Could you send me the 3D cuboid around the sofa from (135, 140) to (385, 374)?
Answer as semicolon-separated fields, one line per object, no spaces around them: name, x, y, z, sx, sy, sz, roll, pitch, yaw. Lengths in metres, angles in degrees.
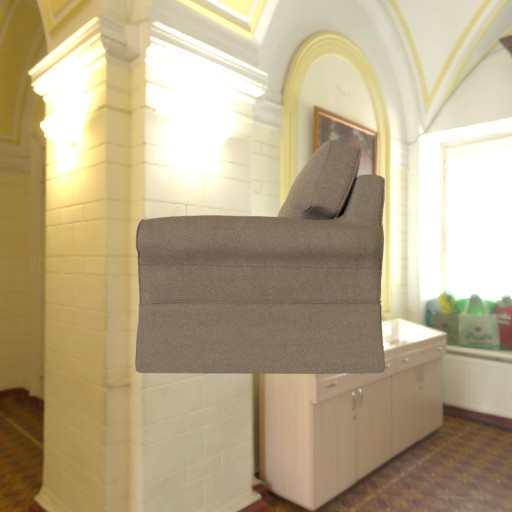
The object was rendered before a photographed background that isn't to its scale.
sofa;0.000;0.000;2.759;0.991;0.943;2.248;0;-1;0
